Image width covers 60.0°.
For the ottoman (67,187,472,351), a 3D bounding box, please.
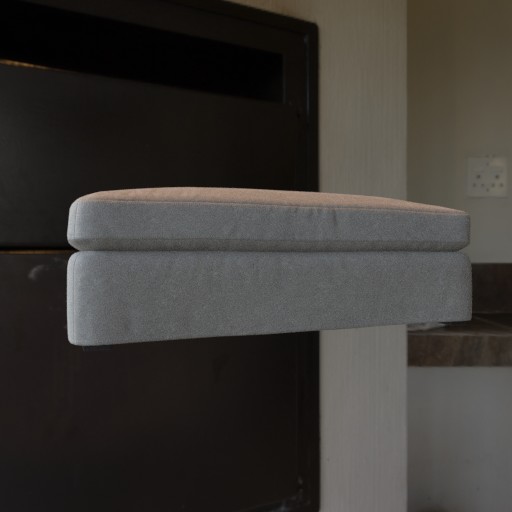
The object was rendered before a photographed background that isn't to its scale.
[{"bbox_3d":[0.000,0.000,1.567,1.199,0.429,0.840,0,0,-20],"label":"ottoman"}]
